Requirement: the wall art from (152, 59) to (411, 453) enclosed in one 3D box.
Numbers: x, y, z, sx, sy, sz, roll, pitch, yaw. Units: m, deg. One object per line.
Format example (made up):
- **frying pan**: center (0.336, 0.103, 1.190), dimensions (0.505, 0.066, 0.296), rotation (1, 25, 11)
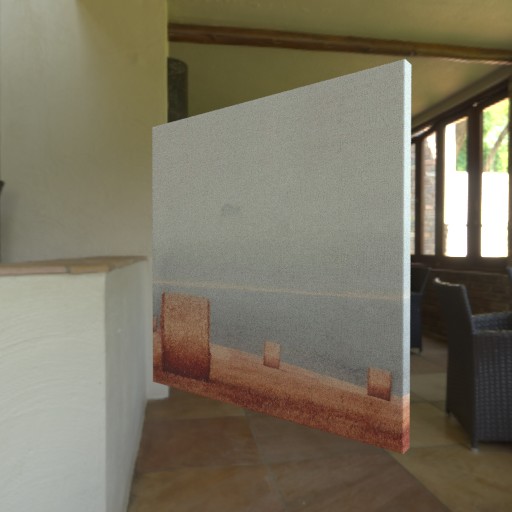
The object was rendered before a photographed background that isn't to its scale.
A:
- **wall art**: center (0.000, 0.000, 0.589), dimensions (0.405, 0.405, 0.023), rotation (1, 1, 38)
